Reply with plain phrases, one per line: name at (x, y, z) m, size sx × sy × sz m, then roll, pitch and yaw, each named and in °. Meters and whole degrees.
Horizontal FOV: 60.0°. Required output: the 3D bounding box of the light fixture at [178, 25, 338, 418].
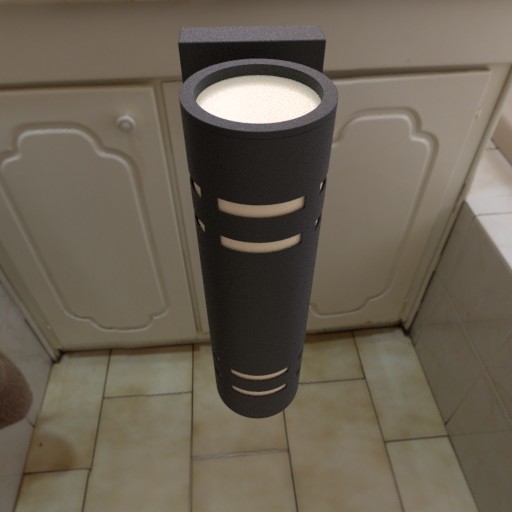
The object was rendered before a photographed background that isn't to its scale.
light fixture at (0.000, 0.000, 0.392) m, size 0.105 × 0.330 × 0.149 m, roll -2°, pitch 46°, yaw -2°
